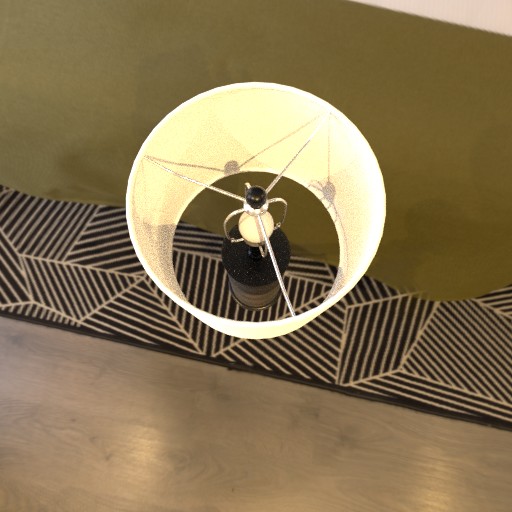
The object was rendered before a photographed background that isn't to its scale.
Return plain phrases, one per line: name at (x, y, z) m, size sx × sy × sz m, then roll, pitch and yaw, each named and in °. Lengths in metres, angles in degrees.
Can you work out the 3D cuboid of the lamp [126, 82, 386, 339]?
lamp at (0.000, 0.000, 0.816) m, size 0.305 × 0.634 × 0.305 m, roll -18°, pitch 78°, yaw -4°
